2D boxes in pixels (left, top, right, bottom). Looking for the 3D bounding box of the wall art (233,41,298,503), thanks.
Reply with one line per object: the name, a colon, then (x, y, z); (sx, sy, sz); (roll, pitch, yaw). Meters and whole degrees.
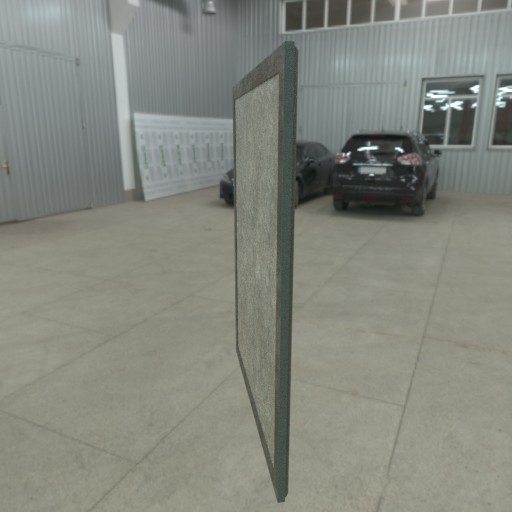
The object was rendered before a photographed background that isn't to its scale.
wall art: (0.000, 0.000, 1.268); (0.030, 0.983, 0.767); (-3, 15, -9)
